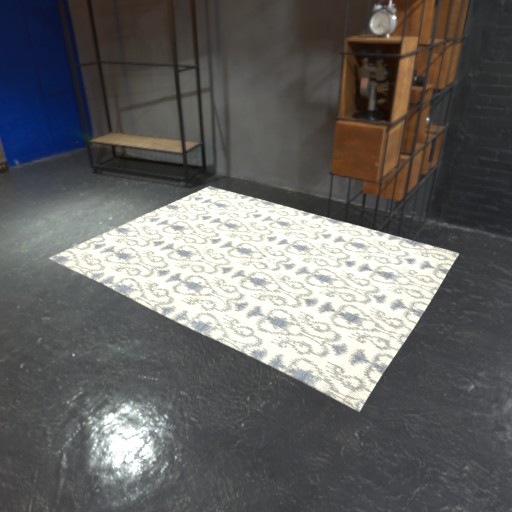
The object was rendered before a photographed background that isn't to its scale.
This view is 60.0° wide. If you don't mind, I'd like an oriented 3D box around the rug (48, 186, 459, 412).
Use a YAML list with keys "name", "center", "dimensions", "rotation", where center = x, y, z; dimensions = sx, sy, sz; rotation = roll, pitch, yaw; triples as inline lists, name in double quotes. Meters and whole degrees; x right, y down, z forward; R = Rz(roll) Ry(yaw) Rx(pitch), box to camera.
- name: "rug"
  center: [0.000, 0.000, 3.026]
  dimensions: [2.261, 0.013, 1.676]
  rotation: [19, 35, 30]
